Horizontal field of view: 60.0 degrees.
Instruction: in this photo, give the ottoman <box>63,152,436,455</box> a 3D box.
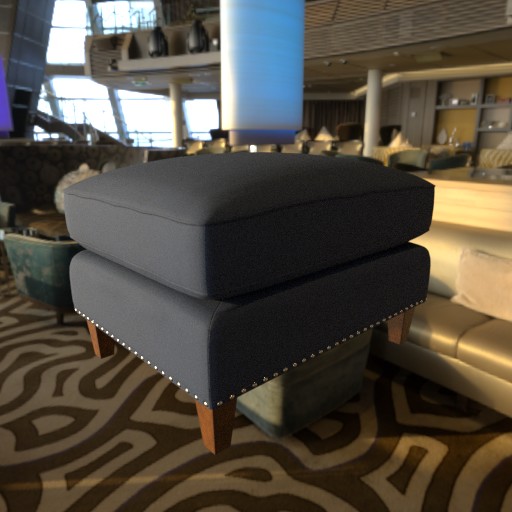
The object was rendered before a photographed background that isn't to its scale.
[{"bbox_3d":[0.000,0.000,1.128,0.741,0.513,0.584,-14,21,-41],"label":"ottoman"}]
